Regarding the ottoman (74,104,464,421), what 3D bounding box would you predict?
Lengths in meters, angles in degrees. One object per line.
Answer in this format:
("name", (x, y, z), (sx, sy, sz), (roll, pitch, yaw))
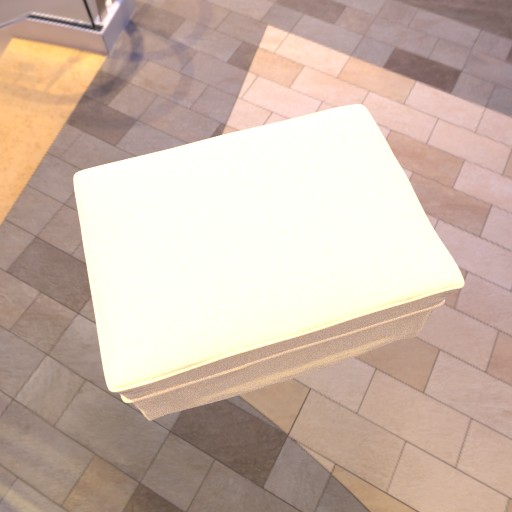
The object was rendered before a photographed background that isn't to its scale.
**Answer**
("ottoman", (0.000, 0.000, 1.355), (0.944, 0.479, 0.703), (-16, 65, -7))
